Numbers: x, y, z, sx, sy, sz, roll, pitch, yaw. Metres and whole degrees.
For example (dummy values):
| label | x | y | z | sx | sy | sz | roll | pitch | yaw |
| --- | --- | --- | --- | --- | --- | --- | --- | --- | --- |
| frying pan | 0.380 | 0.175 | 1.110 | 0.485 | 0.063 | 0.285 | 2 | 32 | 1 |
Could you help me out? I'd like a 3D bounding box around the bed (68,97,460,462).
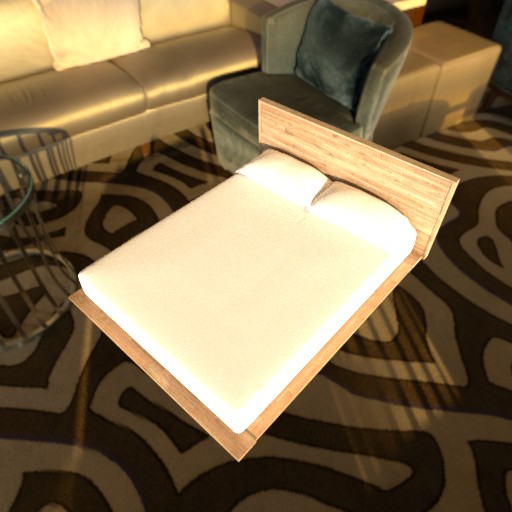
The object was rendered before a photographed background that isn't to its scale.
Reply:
| label | x | y | z | sx | sy | sz | roll | pitch | yaw |
| --- | --- | --- | --- | --- | --- | --- | --- | --- | --- |
| bed | 0.000 | 0.000 | 3.208 | 1.759 | 1.071 | 2.145 | 33 | 54 | 28 |
